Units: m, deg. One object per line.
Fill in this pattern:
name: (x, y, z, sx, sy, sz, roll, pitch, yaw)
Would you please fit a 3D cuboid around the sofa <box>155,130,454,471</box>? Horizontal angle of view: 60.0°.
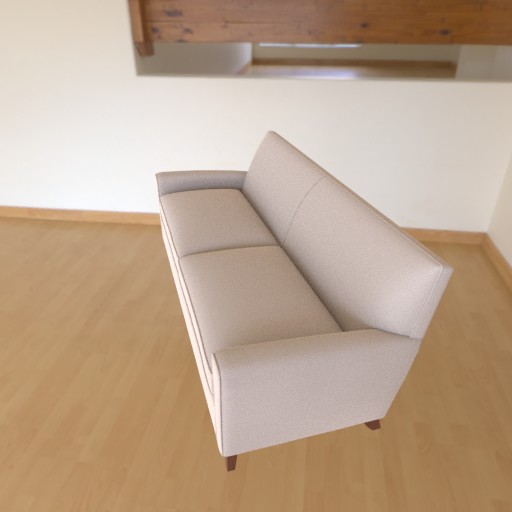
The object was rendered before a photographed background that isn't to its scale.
sofa: (0.000, 0.000, 2.430, 0.875, 0.846, 2.000, -9, 31, -15)
